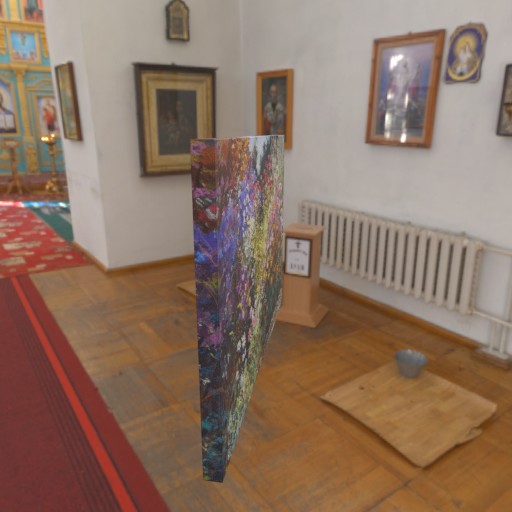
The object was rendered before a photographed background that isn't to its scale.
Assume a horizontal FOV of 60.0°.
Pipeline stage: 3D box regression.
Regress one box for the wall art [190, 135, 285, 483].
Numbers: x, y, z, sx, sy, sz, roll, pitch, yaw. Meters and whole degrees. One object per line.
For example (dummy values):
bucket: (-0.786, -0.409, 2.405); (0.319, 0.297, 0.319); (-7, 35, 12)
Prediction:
wall art: (0.000, 0.000, 1.158); (0.037, 0.604, 0.908); (3, 16, 10)
